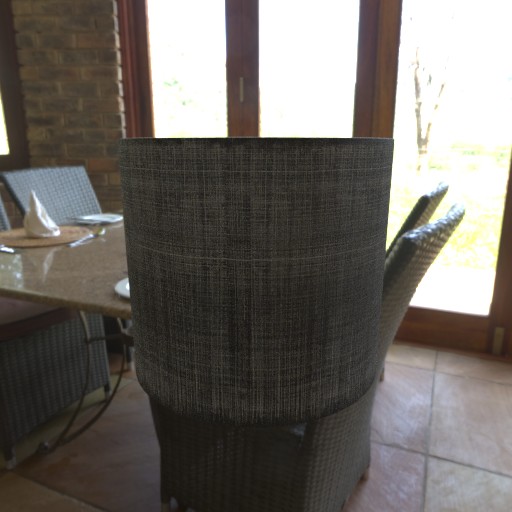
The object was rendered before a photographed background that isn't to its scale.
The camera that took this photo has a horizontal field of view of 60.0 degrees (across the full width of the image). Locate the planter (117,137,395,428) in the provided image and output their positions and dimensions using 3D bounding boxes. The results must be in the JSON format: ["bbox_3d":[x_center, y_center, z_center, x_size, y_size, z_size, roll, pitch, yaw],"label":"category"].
[{"bbox_3d":[0.000,0.000,0.393,0.221,0.201,0.221,0,14,0],"label":"planter"}]
